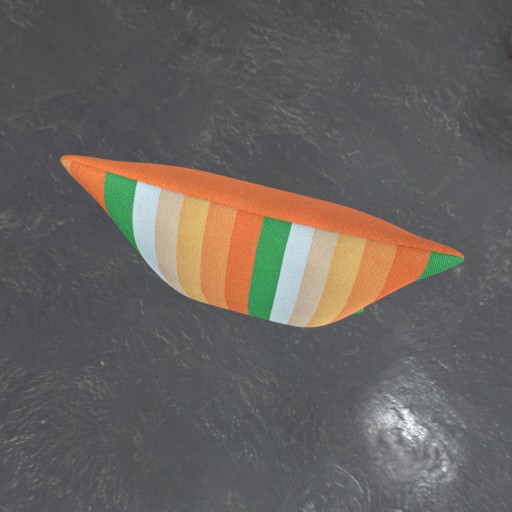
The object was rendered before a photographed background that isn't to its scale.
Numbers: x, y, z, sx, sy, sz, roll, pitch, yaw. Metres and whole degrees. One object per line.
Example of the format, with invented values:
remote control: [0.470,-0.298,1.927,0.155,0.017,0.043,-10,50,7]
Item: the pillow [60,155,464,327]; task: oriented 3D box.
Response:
pillow: [0.000,0.000,0.692,0.453,0.444,0.169,14,76,4]
